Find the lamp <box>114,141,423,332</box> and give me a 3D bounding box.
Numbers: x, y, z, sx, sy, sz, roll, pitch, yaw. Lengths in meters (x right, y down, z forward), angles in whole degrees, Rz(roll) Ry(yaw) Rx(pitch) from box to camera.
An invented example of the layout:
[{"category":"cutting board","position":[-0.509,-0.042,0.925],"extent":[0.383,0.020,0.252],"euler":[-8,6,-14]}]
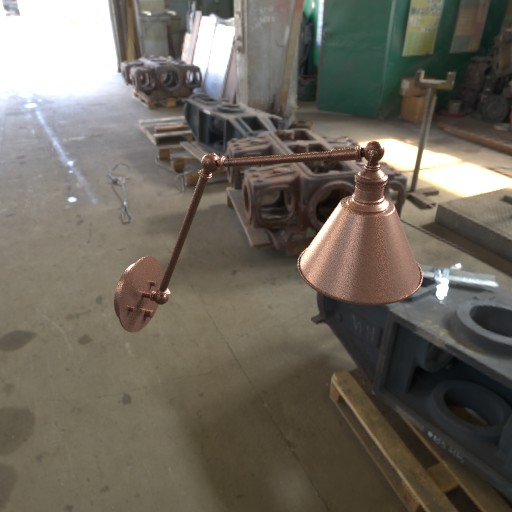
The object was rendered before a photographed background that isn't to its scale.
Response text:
[{"category":"lamp","position":[0.000,0.000,0.881],"extent":[0.624,0.502,0.223],"euler":[10,32,17]}]
